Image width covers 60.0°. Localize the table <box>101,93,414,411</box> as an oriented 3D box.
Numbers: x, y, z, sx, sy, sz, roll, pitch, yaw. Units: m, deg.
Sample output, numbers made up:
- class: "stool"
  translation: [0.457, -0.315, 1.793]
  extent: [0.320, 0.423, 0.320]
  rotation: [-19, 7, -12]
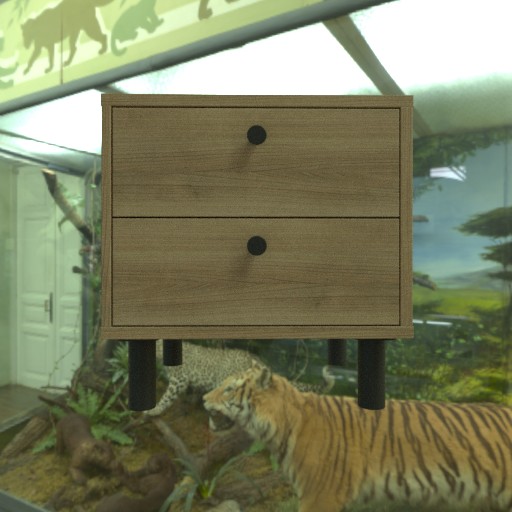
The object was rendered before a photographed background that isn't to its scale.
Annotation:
- class: "table"
  translation: [0.000, 0.000, 0.805]
  extent: [0.445, 0.460, 0.380]
  rotation: [0, 0, -1]
